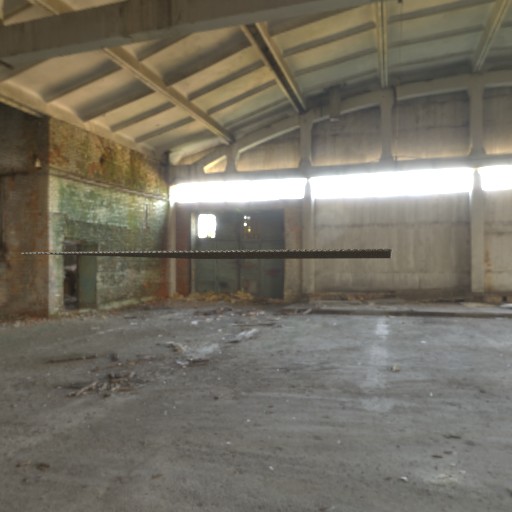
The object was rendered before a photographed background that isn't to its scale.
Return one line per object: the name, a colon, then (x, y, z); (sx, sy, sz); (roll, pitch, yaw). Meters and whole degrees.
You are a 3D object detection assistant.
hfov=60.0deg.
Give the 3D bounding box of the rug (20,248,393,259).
rug: (0.000, 0.000, 4.067); (2.380, 0.013, 3.051); (0, -1, 17)
